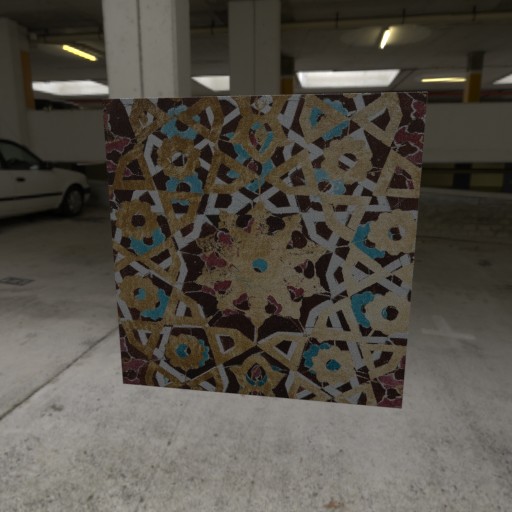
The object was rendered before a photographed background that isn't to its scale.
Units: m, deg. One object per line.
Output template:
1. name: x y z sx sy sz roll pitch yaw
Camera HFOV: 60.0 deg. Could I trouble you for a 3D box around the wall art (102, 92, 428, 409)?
1. wall art: 0.000 0.000 1.116 0.757 0.762 0.028 2 13 9
